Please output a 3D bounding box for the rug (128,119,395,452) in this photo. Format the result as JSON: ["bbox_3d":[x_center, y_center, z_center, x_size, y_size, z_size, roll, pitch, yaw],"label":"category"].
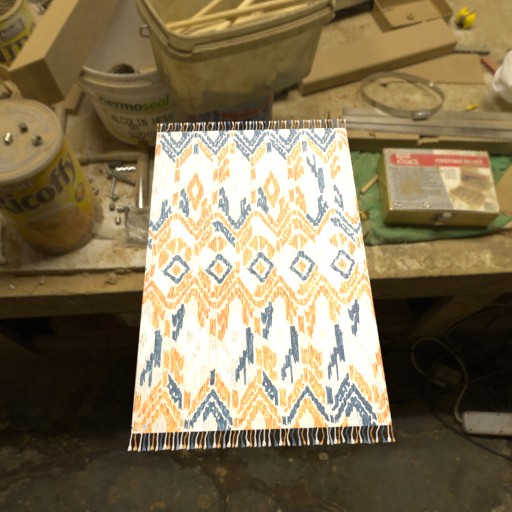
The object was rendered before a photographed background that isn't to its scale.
[{"bbox_3d":[0.000,0.000,3.055,1.533,0.010,2.428,-2,64,-1],"label":"rug"}]
